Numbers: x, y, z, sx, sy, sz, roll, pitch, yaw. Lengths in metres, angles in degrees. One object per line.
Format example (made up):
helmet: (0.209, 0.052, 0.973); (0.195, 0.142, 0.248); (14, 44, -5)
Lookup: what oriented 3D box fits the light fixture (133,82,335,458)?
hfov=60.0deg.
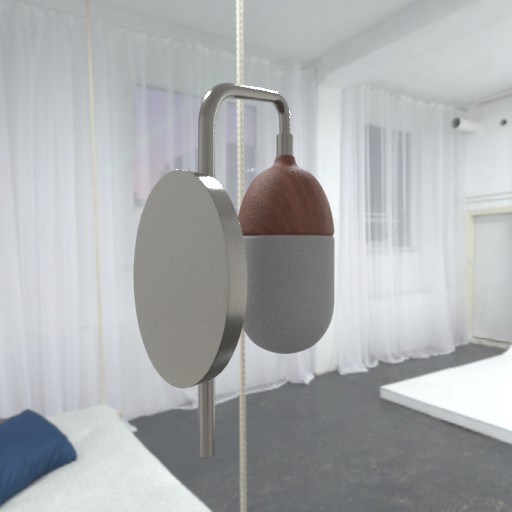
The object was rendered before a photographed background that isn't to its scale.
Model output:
light fixture: (0.000, 0.000, 0.442); (0.108, 0.343, 0.216); (1, 1, 36)
